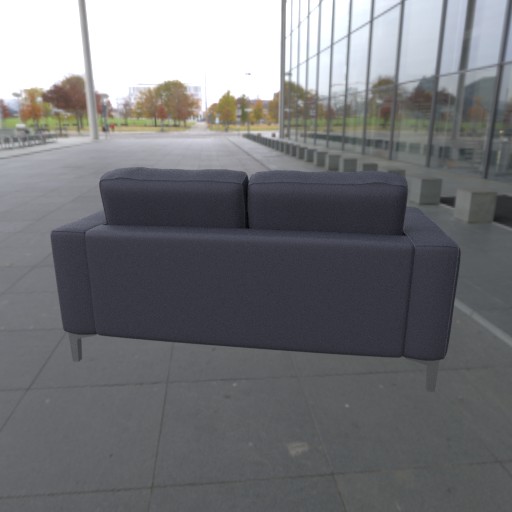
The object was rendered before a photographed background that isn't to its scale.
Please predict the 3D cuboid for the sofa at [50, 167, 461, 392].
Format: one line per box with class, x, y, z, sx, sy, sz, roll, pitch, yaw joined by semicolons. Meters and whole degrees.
sofa;0.000;0.000;2.222;1.726;0.893;0.833;3;17;8
